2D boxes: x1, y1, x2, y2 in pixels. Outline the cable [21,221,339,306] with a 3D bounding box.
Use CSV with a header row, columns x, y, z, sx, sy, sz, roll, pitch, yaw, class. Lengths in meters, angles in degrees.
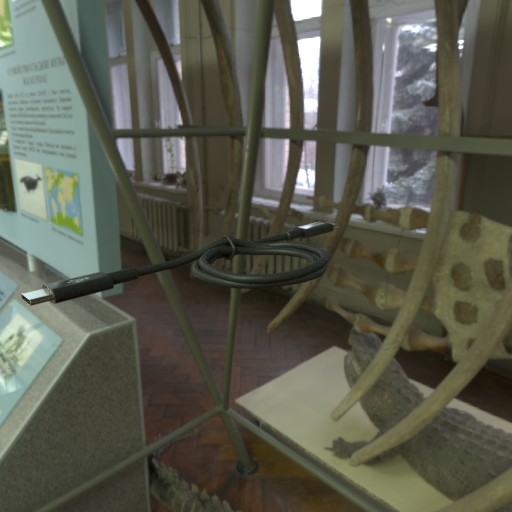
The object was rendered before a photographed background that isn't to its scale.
x,y,z,sx,sy,sz,roll,pitch,yaw,class
0.000,0.000,0.225,0.203,0.014,0.070,-15,22,-42,cable
